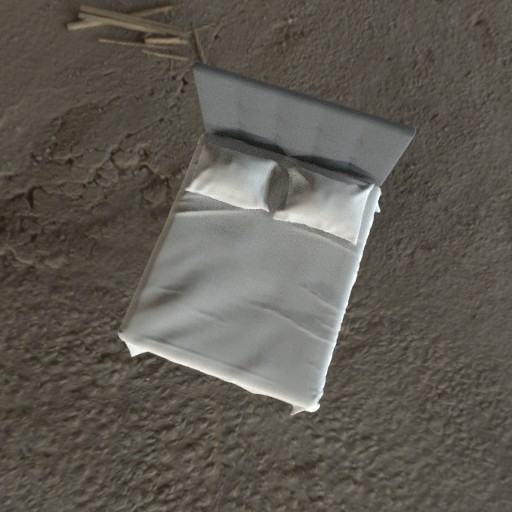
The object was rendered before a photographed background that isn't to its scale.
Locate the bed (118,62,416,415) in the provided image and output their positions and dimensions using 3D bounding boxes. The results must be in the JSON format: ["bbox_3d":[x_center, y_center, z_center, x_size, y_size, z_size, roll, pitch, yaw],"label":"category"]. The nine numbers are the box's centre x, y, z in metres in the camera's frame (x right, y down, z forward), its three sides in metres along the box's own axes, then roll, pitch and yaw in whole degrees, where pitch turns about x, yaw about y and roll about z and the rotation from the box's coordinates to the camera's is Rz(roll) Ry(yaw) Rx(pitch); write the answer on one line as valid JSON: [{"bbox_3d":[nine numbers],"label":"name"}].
[{"bbox_3d":[0.000,0.000,3.598,1.936,1.577,2.222,19,76,5],"label":"bed"}]
